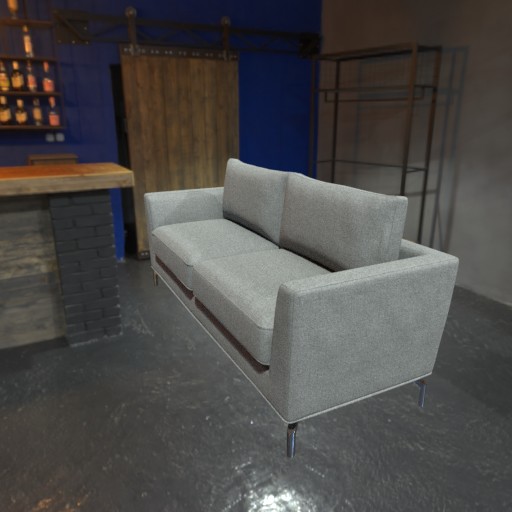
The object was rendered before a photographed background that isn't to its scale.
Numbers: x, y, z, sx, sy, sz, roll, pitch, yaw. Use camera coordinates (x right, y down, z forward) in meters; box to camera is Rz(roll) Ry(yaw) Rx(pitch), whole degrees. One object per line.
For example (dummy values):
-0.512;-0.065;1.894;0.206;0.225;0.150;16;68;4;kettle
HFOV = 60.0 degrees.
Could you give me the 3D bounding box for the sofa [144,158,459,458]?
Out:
0.000;0.000;2.726;0.869;1.002;2.212;-9;20;-26;sofa
